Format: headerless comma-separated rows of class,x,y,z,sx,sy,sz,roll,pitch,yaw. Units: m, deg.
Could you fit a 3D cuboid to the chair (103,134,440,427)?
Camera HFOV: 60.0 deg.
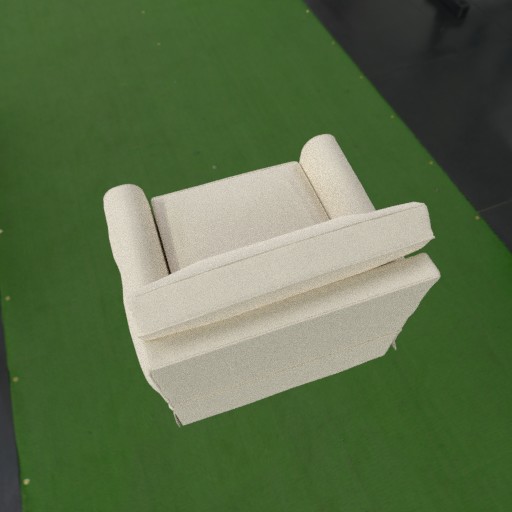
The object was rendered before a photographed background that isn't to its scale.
chair,0.000,0.000,1.833,1.099,0.958,0.904,-16,60,-10
